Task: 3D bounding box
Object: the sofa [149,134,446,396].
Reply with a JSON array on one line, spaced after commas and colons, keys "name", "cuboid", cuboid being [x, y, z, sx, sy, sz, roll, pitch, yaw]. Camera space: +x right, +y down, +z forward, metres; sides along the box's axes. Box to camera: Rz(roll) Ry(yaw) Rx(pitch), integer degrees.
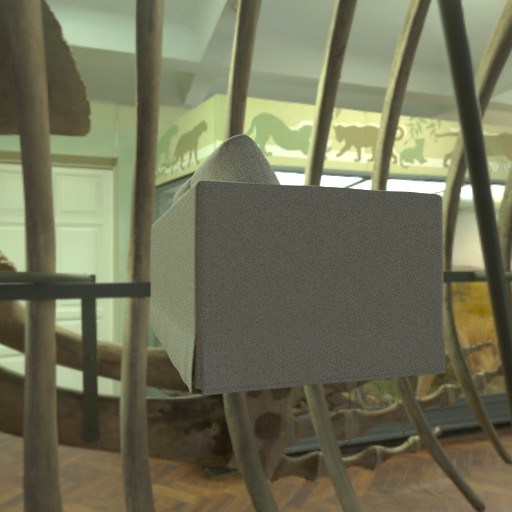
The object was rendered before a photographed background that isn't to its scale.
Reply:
[{"name": "sofa", "cuboid": [0.000, 0.000, 2.432, 1.009, 0.932, 1.813, 0, -1, -18]}]
